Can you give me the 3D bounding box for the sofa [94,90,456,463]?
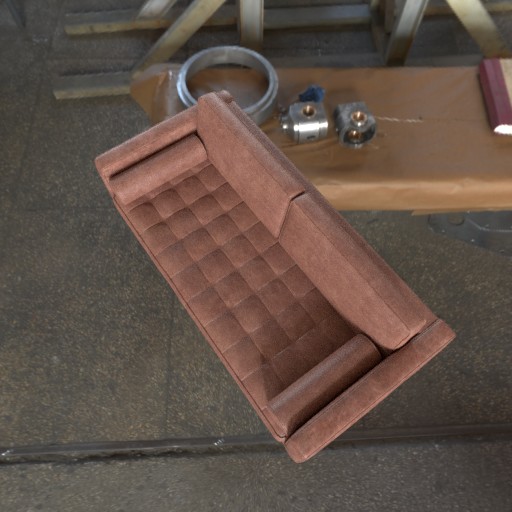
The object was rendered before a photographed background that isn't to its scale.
[{"bbox_3d":[0.000,0.000,2.360,0.910,0.760,1.870,-33,69,-15],"label":"sofa"}]
